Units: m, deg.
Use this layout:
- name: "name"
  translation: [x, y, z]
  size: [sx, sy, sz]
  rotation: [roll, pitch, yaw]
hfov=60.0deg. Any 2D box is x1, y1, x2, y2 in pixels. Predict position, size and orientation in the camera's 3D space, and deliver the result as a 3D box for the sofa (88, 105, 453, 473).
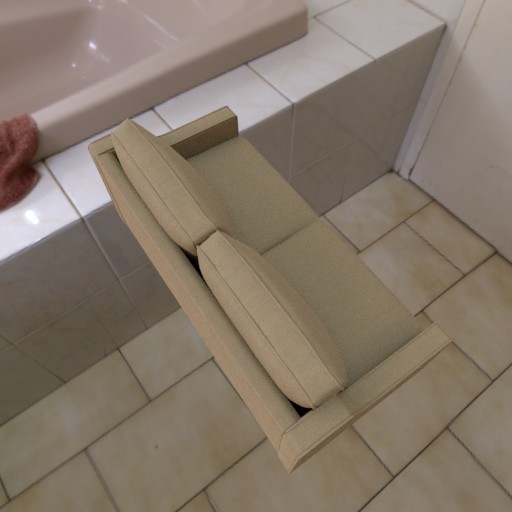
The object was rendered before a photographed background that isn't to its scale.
- name: "sofa"
  translation: [0.000, 0.000, 2.757]
  size: [1.066, 1.071, 2.178]
  rotation: [-31, 64, -17]
